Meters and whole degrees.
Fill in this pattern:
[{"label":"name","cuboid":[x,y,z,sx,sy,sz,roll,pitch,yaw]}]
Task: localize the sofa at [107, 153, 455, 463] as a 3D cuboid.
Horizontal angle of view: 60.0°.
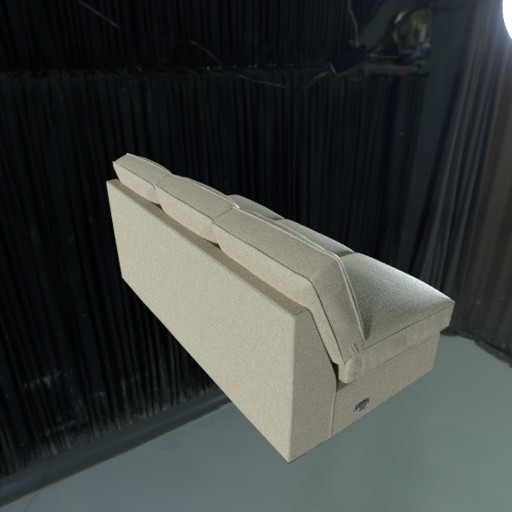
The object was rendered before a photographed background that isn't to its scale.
[{"label":"sofa","cuboid":[0.000,0.000,2.561,1.027,0.973,1.962,-17,31,-31]}]
